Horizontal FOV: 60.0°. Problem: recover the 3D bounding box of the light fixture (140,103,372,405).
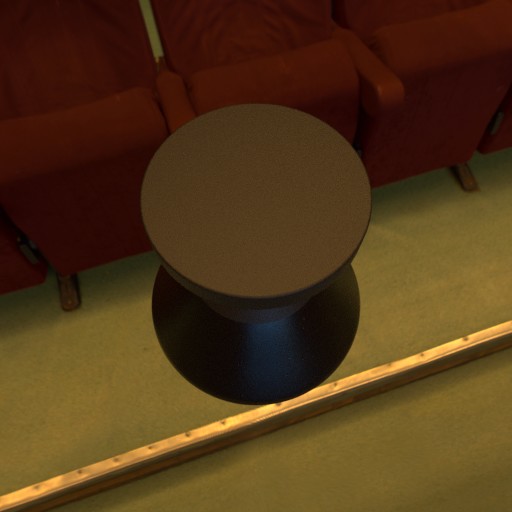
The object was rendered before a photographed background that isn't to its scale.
[{"bbox_3d":[0.000,0.000,0.347,0.200,0.183,0.200,0,64,0],"label":"light fixture"}]
